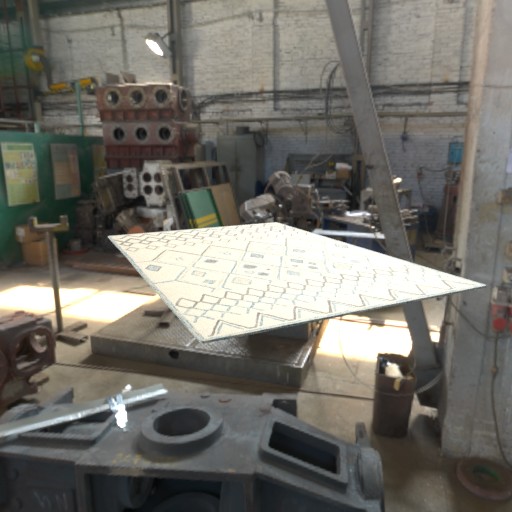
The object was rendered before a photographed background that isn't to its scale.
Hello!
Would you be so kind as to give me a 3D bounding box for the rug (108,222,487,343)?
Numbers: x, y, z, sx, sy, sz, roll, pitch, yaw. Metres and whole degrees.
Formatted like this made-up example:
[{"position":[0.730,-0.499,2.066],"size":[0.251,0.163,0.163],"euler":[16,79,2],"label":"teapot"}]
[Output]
[{"position":[0.000,0.000,2.372],"size":[1.260,0.009,1.820],"euler":[-7,15,-26],"label":"rug"}]
